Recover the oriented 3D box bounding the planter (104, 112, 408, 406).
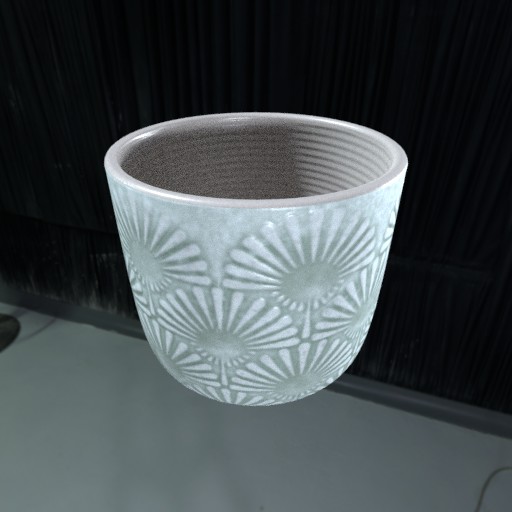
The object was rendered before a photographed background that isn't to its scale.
[{"bbox_3d":[0.000,0.000,0.215,0.124,0.109,0.124,0,31,0],"label":"planter"}]
